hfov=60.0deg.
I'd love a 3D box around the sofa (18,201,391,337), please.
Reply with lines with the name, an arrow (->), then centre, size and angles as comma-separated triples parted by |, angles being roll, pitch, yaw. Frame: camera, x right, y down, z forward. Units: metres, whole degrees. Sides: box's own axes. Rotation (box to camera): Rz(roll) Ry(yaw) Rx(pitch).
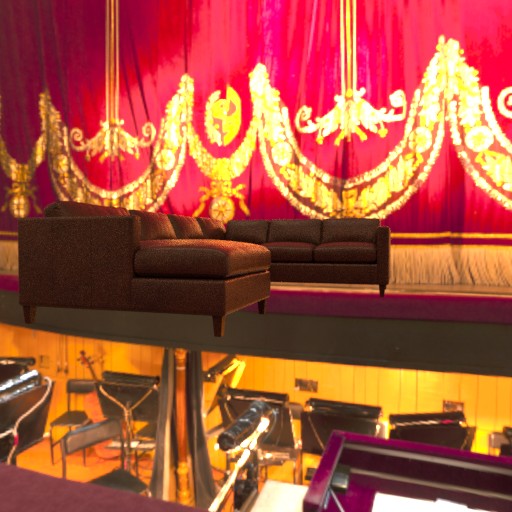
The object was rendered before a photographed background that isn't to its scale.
sofa -> 0.000, 0.000, 4.302 | 2.452, 0.891, 3.324 | 1, 2, 18
